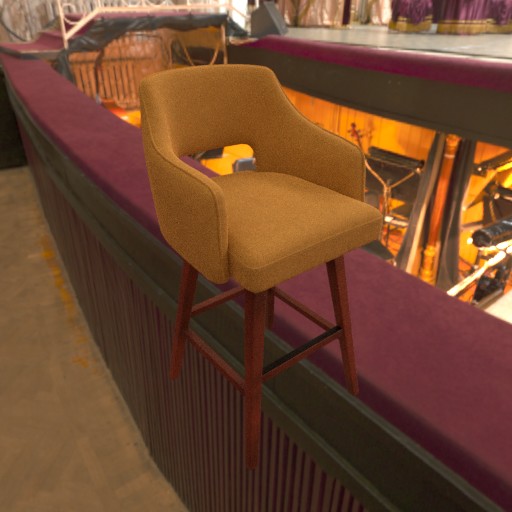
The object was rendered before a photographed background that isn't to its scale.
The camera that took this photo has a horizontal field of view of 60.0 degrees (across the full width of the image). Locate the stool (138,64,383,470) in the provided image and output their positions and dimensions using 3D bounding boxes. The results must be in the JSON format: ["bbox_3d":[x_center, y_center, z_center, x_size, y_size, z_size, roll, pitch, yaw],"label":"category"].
[{"bbox_3d":[0.000,0.000,1.333,0.548,1.012,0.558,-22,36,-33],"label":"stool"}]
